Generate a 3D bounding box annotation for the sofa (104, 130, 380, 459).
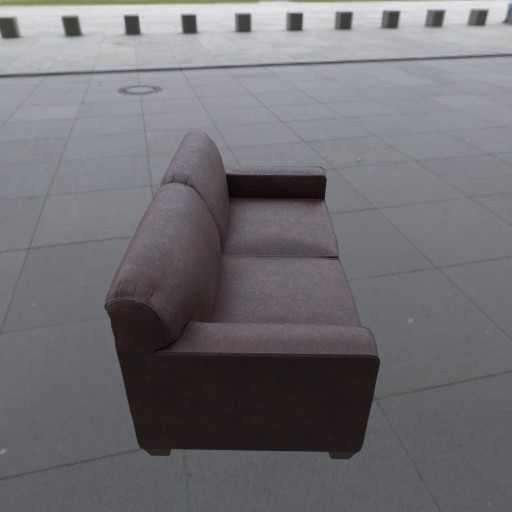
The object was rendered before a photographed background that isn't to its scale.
[{"bbox_3d":[0.000,0.000,2.434,1.000,0.966,1.856,1,32,1],"label":"sofa"}]
